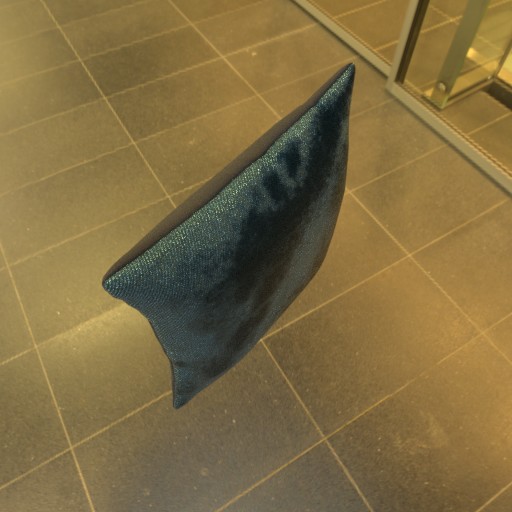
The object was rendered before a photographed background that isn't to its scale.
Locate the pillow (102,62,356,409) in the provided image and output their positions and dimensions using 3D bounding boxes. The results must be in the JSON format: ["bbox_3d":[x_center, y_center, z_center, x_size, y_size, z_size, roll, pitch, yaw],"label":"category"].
[{"bbox_3d":[0.000,0.000,0.661,0.138,0.430,0.436,35,63,20],"label":"pillow"}]
